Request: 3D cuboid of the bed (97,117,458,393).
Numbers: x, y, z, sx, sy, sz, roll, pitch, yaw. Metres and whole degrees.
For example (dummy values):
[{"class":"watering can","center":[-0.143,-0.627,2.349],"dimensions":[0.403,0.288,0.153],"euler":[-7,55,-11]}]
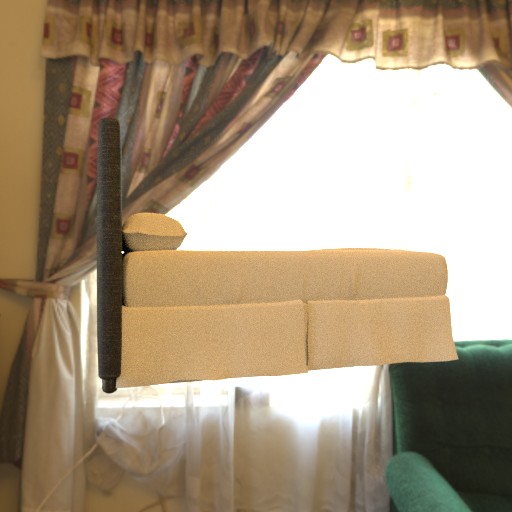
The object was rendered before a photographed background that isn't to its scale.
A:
[{"class":"bed","center":[0.000,0.000,3.198],"dimensions":[2.142,1.330,1.723],"euler":[0,0,-19]}]
